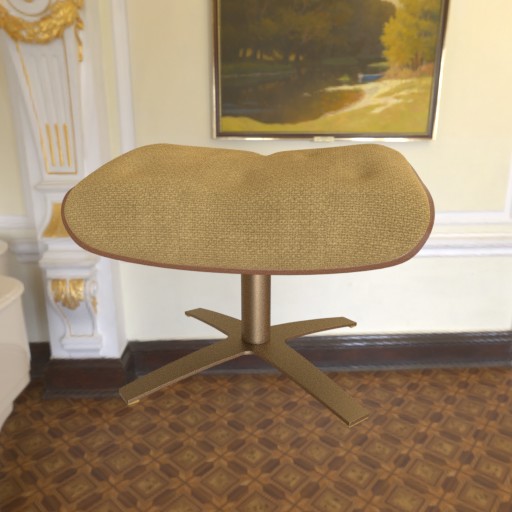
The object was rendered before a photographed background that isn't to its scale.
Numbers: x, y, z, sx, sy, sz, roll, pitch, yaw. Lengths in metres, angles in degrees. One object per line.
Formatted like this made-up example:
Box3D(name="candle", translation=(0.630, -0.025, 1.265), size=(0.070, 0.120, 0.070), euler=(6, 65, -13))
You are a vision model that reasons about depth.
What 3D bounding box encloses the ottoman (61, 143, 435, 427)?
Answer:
Box3D(name="ottoman", translation=(0.000, 0.000, 0.797), size=(0.520, 0.391, 0.394), euler=(2, 15, 9))
